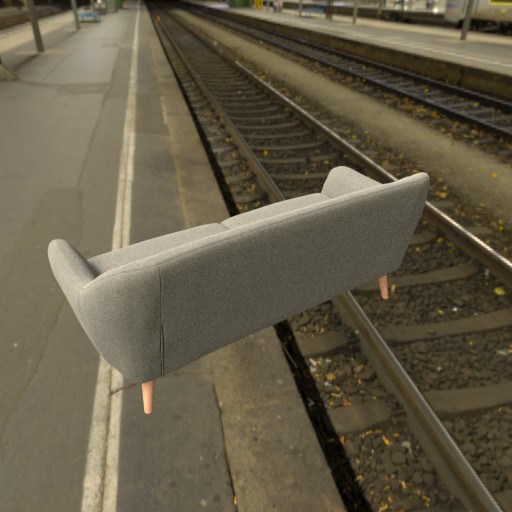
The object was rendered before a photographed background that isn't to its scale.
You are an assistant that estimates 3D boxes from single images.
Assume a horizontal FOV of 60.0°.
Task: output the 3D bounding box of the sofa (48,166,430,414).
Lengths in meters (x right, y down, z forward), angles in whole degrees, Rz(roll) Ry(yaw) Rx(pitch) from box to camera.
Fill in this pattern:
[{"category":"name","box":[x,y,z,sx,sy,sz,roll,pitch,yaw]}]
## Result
[{"category":"sofa","box":[0.000,0.000,2.278,1.840,0.820,0.820,-19,36,-29]}]
